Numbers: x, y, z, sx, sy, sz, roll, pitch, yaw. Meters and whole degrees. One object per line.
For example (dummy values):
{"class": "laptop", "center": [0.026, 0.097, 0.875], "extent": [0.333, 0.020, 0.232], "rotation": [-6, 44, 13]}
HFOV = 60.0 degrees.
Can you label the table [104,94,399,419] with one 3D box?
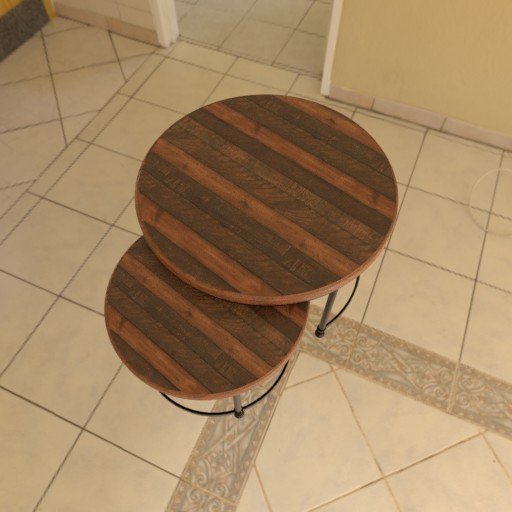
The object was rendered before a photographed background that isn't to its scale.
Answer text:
{"class": "table", "center": [0.000, 0.000, 1.620], "extent": [0.870, 0.516, 1.152], "rotation": [12, 60, 7]}
